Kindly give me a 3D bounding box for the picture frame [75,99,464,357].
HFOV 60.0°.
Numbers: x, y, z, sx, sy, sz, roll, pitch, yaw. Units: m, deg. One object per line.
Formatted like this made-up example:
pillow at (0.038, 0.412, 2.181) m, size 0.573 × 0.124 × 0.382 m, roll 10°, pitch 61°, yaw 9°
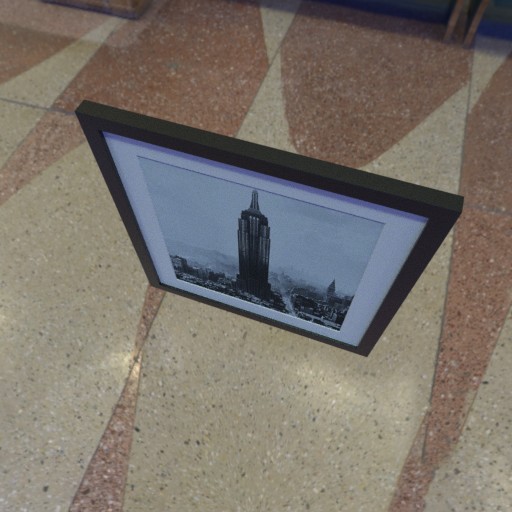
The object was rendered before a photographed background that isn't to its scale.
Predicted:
picture frame at (0.000, 0.000, 0.850) m, size 0.559 × 0.557 × 0.029 m, roll 17°, pitch 60°, yaw 10°
